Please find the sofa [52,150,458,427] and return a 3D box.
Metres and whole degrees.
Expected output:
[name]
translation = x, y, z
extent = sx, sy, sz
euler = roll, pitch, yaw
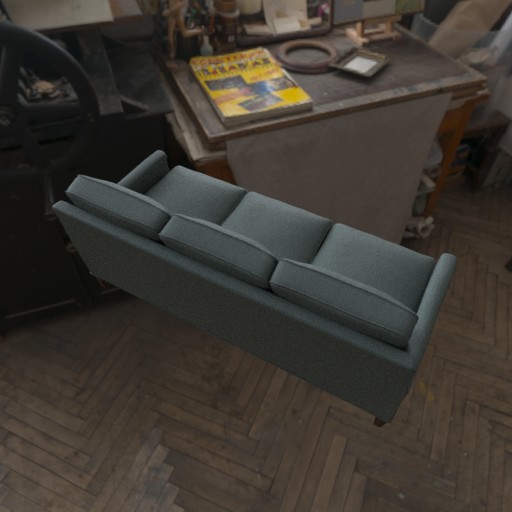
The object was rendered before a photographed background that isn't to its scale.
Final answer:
[sofa]
translation = 0.000, 0.000, 2.810
extent = 2.246, 1.003, 1.084
euler = 23, 52, 19
